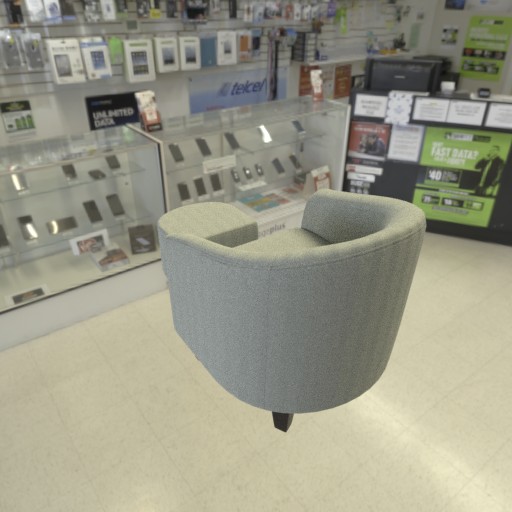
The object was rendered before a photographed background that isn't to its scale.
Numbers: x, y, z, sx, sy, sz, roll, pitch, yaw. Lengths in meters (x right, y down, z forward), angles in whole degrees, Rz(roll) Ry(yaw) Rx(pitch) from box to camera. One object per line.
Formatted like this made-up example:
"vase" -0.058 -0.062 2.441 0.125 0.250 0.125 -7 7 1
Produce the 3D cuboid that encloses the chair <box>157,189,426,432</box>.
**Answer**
"chair" 0.000 0.000 1.792 0.756 0.757 1.288 -19 36 -29
